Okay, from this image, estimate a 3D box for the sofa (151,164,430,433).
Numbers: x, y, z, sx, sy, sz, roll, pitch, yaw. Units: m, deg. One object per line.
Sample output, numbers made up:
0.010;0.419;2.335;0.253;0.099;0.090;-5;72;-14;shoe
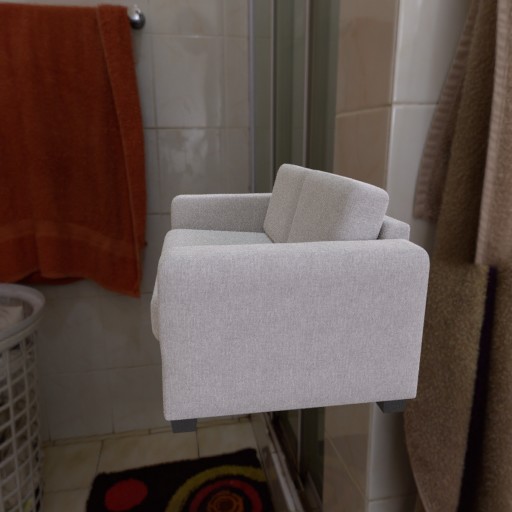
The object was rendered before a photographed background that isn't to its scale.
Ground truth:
0.000;0.000;2.098;0.900;0.800;1.540;-2;15;-8;sofa
